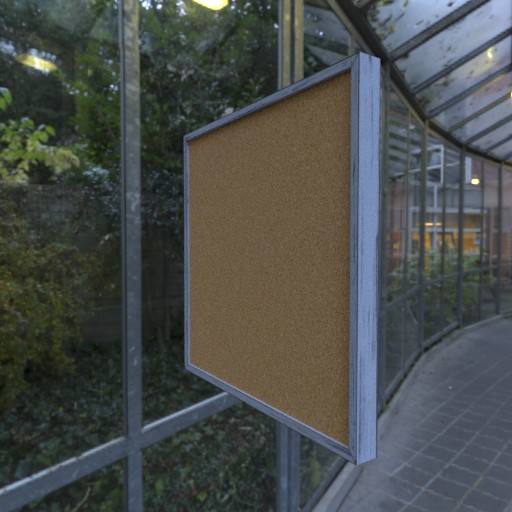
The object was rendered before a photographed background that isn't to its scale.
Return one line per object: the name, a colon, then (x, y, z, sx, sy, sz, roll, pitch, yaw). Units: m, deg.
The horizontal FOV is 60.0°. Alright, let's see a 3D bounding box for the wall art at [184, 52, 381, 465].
wall art: (0.000, 0.000, 0.762, 0.038, 0.506, 0.506, -1, 2, -34)
